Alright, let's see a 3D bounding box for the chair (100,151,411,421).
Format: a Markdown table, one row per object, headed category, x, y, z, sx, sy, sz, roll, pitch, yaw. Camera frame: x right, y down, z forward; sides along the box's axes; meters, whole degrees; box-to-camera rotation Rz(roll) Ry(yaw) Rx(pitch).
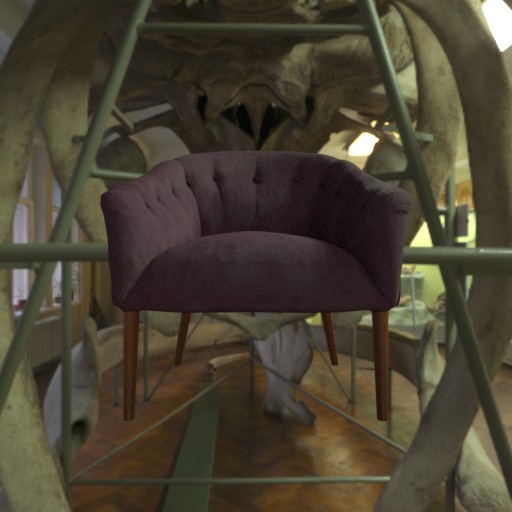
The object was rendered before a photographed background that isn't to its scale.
| category | x | y | z | sx | sy | sz | roll | pitch | yaw |
| --- | --- | --- | --- | --- | --- | --- | --- | --- | --- |
| chair | 0.000 | 0.000 | 1.542 | 0.851 | 0.885 | 0.776 | 0 | 0 | 0 |
